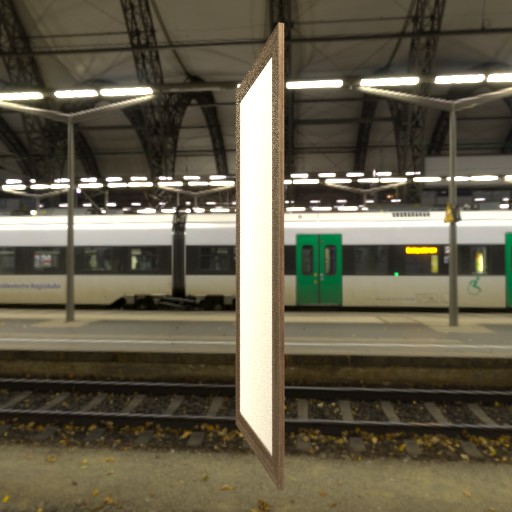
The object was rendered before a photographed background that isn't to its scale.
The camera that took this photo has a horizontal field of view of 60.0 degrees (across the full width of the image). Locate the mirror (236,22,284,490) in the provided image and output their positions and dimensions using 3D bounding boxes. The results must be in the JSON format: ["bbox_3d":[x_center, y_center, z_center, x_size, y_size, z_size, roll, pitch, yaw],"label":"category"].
[{"bbox_3d":[0.000,0.000,2.319,0.025,2.032,0.812,0,-1,-16],"label":"mirror"}]
